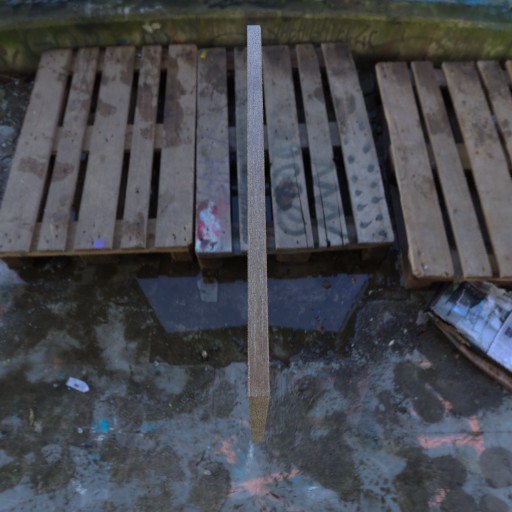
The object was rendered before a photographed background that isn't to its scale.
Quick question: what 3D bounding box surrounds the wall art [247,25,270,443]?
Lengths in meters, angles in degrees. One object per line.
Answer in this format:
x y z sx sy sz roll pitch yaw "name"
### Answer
0.000 0.000 0.949 0.026 0.588 0.690 -1 62 0 "wall art"
